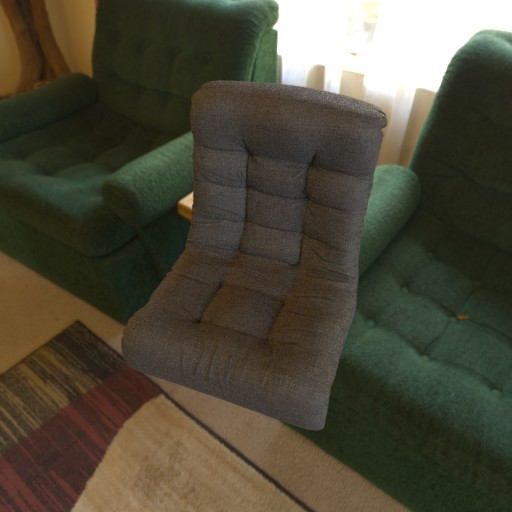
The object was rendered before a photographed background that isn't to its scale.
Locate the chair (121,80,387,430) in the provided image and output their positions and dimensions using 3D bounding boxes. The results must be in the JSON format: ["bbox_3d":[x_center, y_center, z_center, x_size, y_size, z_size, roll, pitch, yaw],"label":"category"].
[{"bbox_3d":[0.000,0.000,1.260,0.597,0.749,0.668,13,43,15],"label":"chair"}]
